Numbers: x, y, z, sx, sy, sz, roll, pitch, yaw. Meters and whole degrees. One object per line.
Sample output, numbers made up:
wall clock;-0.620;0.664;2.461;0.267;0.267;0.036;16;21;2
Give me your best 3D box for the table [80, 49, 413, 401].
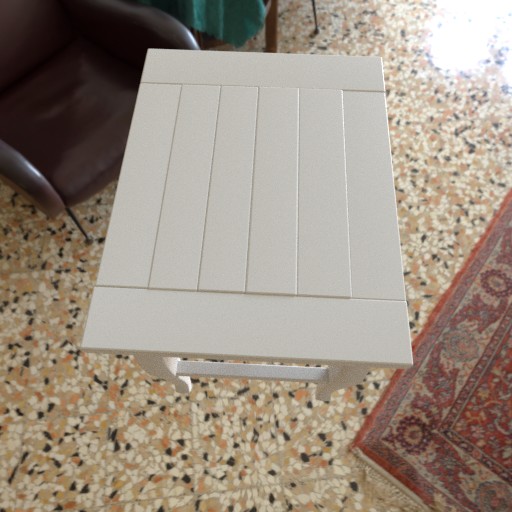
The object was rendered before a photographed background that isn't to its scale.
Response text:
table;0.000;0.000;1.011;0.463;0.605;0.599;3;64;1
